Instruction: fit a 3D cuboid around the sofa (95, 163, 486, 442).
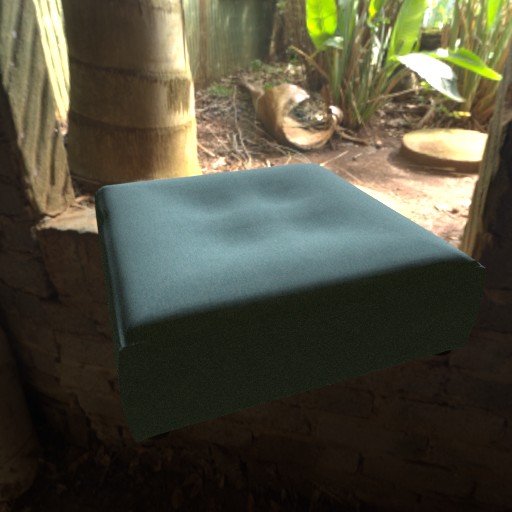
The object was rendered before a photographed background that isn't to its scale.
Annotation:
[{"bbox_3d":[0.000,0.000,1.420,0.930,0.330,0.930,-10,31,-18],"label":"sofa"}]
